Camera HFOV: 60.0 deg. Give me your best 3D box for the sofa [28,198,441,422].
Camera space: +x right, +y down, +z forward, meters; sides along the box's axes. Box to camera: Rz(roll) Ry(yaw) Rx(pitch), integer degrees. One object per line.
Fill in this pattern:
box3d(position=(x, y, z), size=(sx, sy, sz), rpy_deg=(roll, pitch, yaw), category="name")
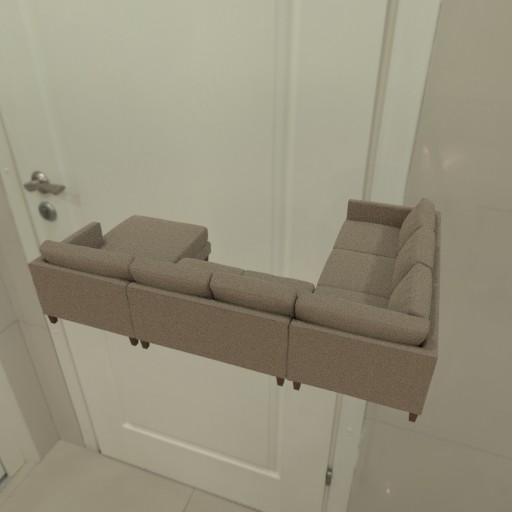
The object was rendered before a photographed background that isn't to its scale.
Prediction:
box3d(position=(0.000, 0.000, 4.502), size=(3.438, 0.865, 2.424), rpy_deg=(11, 33, 17), category="sofa")
